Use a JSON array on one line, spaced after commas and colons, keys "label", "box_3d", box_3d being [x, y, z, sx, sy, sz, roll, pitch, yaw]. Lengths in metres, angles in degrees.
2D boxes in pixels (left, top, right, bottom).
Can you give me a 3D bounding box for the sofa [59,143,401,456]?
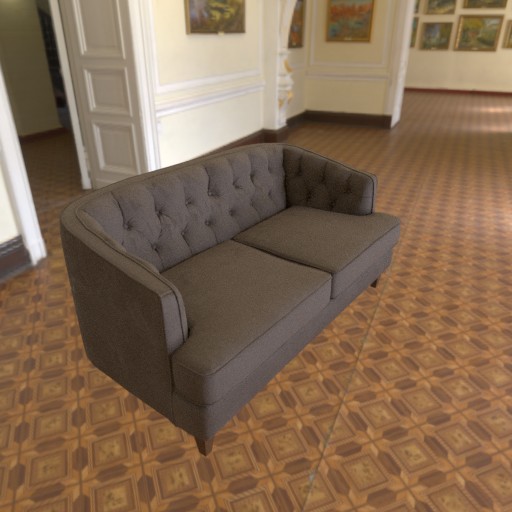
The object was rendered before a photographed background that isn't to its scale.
[{"label": "sofa", "box_3d": [0.000, 0.000, 2.284, 0.941, 0.855, 1.733, 19, 32, 33]}]
